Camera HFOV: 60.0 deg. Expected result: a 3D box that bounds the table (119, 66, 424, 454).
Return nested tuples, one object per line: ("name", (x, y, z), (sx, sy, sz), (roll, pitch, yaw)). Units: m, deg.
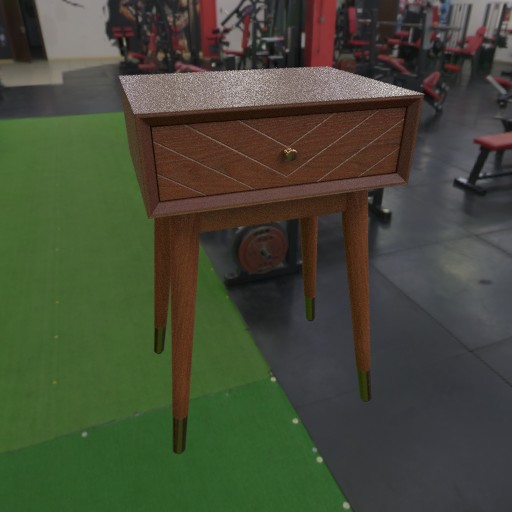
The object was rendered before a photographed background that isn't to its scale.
("table", (0.000, 0.000, 0.818), (0.406, 0.599, 0.300), (-9, 32, -16))
